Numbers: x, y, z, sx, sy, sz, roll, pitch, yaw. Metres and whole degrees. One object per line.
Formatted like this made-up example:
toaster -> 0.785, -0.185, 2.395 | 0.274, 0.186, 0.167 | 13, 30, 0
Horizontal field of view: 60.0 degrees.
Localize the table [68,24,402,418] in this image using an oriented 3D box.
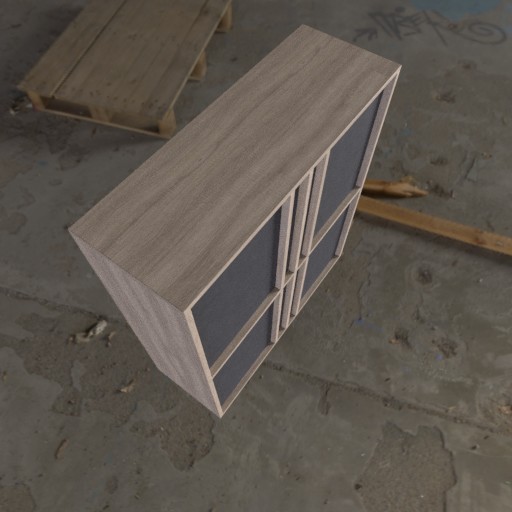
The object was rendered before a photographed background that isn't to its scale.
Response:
table -> 0.000, 0.000, 1.911 | 0.398, 1.388, 1.111 | 32, 64, 18
